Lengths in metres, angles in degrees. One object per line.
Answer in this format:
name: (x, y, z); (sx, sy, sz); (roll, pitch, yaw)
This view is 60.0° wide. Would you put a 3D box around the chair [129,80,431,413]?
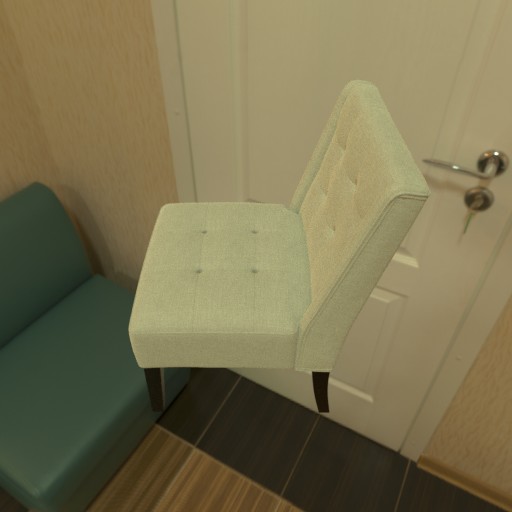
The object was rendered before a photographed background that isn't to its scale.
chair: (0.000, 0.000, 1.320); (0.676, 0.853, 0.569); (0, 42, 0)
